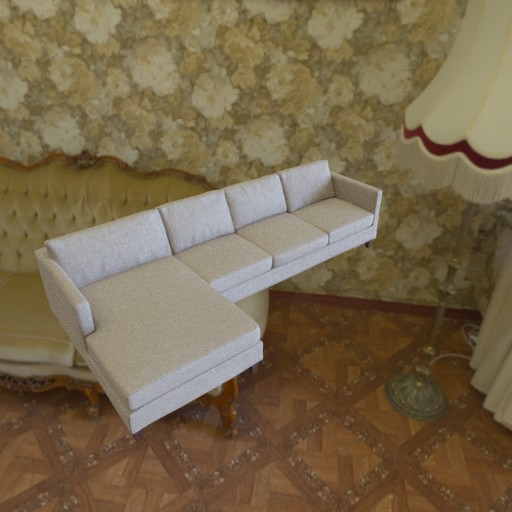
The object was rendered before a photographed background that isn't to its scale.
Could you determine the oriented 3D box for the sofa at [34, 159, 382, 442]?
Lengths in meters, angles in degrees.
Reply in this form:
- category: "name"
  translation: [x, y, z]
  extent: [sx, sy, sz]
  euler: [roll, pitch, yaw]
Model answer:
- category: "sofa"
  translation: [0.000, 0.000, 3.905]
  extent: [3.186, 0.846, 1.625]
  euler: [-22, 37, -33]
